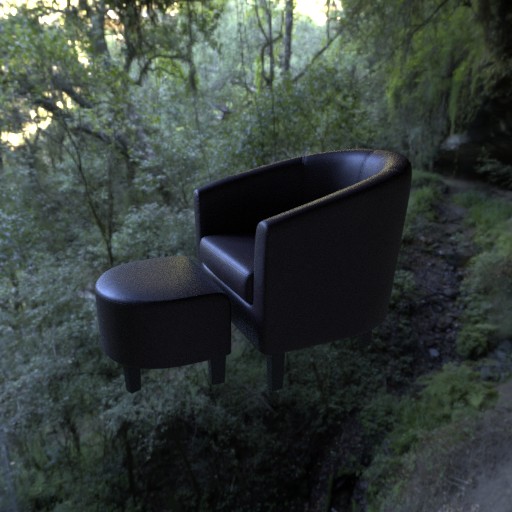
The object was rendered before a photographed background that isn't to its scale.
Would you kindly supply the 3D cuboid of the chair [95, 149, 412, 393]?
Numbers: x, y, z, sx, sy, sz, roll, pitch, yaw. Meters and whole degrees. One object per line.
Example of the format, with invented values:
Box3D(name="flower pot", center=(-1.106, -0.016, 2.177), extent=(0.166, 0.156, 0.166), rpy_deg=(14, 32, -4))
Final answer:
Box3D(name="chair", center=(0.000, 0.000, 1.688), extent=(1.176, 0.755, 0.737), rpy_deg=(-8, 19, -24))
